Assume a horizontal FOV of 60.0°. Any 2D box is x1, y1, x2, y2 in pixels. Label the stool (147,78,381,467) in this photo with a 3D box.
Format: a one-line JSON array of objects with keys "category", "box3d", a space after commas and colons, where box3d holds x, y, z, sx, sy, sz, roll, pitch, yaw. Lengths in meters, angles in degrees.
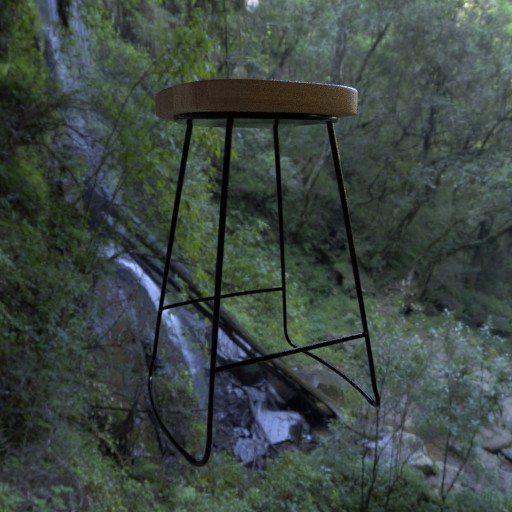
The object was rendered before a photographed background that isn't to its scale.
[{"category": "stool", "box3d": [0.000, 0.000, 0.975, 0.480, 0.679, 0.401, -7, 15, -26]}]
